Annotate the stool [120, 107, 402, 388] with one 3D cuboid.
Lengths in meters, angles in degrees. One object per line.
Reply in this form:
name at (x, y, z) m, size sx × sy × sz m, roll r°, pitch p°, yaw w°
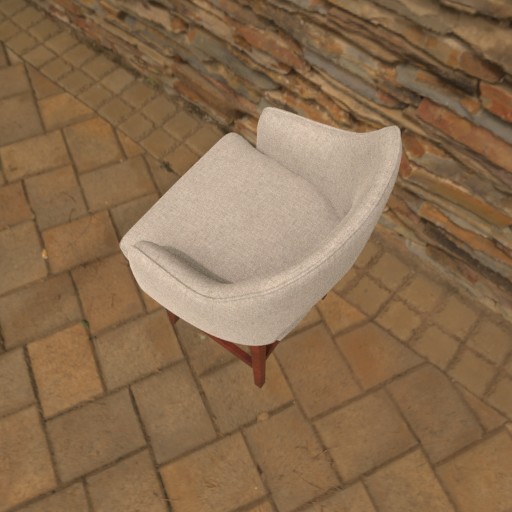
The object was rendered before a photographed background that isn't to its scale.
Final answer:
stool at (0.000, 0.000, 1.306) m, size 0.558 × 0.944 × 0.599 m, roll 33°, pitch 67°, yaw 16°
